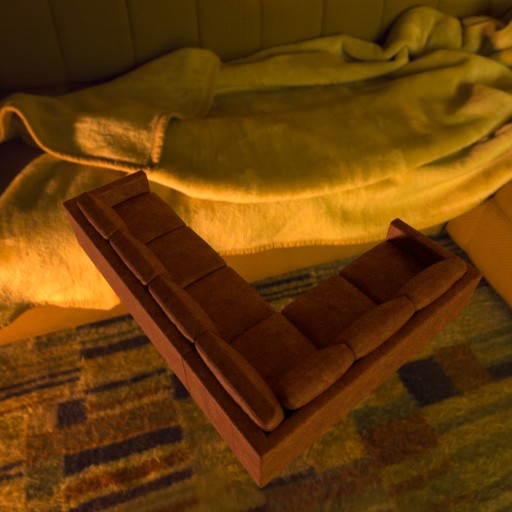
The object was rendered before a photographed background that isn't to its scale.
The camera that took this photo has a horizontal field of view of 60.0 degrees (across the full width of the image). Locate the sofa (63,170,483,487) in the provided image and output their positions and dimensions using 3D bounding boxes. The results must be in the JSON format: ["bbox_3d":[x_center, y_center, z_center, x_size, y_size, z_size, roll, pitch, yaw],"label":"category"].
[{"bbox_3d":[0.000,0.000,4.277,2.438,0.838,3.150,-30,53,-26],"label":"sofa"}]
